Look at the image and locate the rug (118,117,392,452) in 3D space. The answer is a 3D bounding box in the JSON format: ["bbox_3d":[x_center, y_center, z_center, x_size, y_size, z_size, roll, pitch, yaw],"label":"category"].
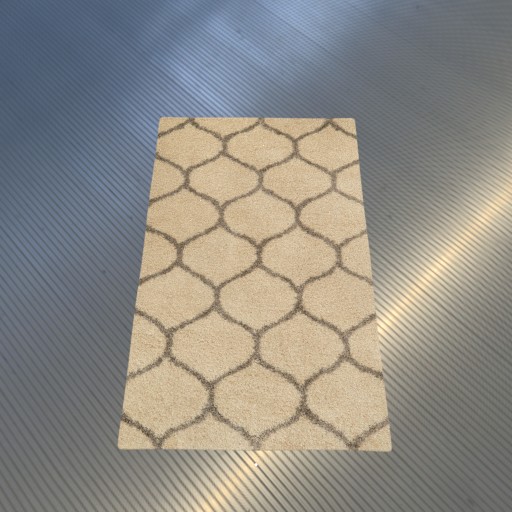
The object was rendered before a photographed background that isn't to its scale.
[{"bbox_3d":[0.000,0.000,2.919,1.501,0.024,2.348,0,65,0],"label":"rug"}]
